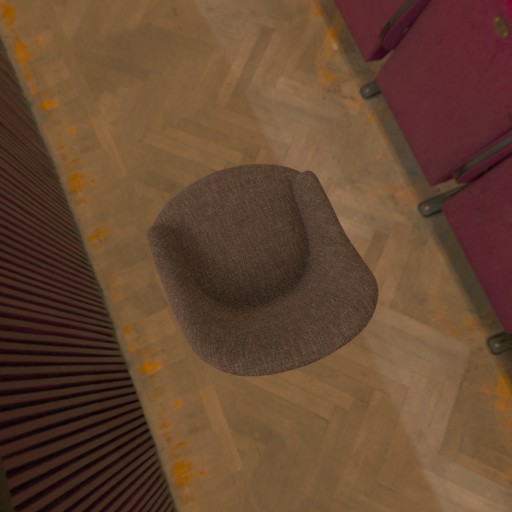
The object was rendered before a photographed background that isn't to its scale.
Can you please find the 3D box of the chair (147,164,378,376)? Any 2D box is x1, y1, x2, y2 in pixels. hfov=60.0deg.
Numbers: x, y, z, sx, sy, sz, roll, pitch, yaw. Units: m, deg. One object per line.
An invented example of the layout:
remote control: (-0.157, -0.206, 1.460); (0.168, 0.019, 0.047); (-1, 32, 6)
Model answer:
chair: (0.000, 0.000, 1.430); (0.671, 0.950, 0.712); (-21, 77, -5)
